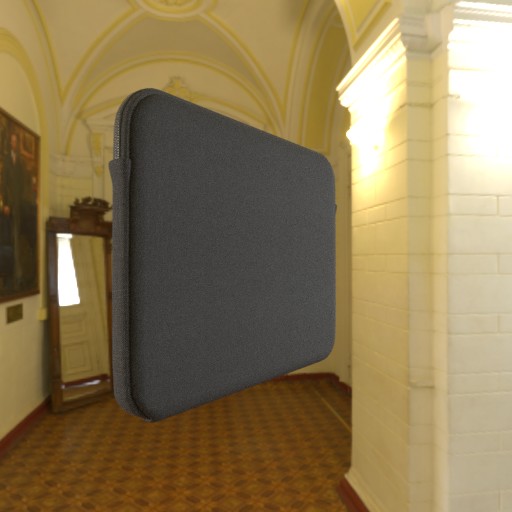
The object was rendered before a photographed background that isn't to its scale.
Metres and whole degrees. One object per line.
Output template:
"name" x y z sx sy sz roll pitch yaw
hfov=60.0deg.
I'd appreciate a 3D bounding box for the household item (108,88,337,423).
"household item" 0.000 0.000 0.531 0.030 0.305 0.396 0 -1 37
